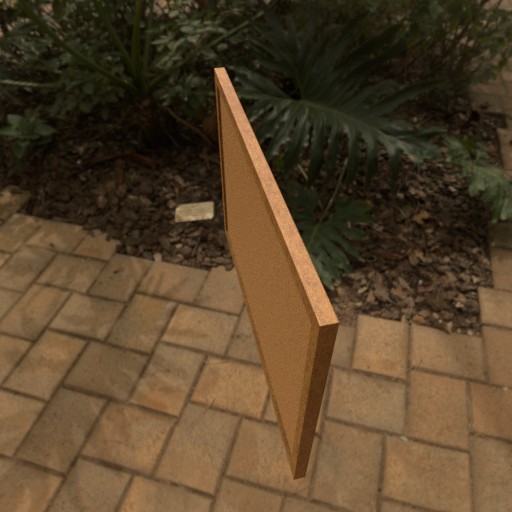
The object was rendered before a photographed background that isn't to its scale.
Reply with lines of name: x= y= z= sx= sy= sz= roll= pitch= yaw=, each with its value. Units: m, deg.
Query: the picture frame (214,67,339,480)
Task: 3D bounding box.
picture frame: x=0.000 y=0.000 z=1.167 sx=0.029 sy=0.621 sz=0.922 roll=-9 pitch=46 yaw=-9
